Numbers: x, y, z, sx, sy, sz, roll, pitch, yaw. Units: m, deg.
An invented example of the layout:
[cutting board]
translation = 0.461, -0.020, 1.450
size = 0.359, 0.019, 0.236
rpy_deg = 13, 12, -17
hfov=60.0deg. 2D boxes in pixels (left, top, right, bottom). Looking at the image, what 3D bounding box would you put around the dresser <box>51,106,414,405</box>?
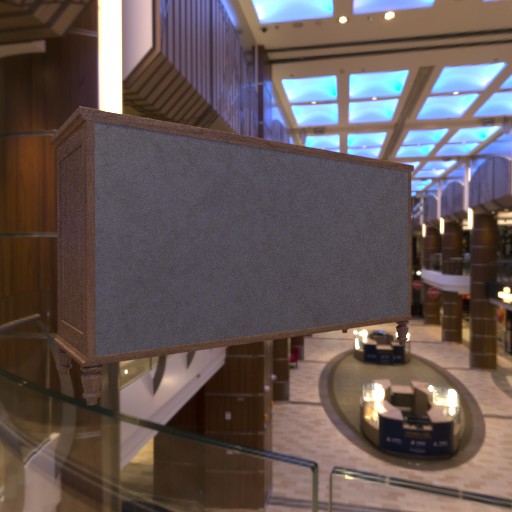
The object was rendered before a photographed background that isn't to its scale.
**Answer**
[dresser]
translation = 0.000, 0.000, 1.945
size = 1.583, 0.892, 0.468
rpy_deg = -1, 1, -35
